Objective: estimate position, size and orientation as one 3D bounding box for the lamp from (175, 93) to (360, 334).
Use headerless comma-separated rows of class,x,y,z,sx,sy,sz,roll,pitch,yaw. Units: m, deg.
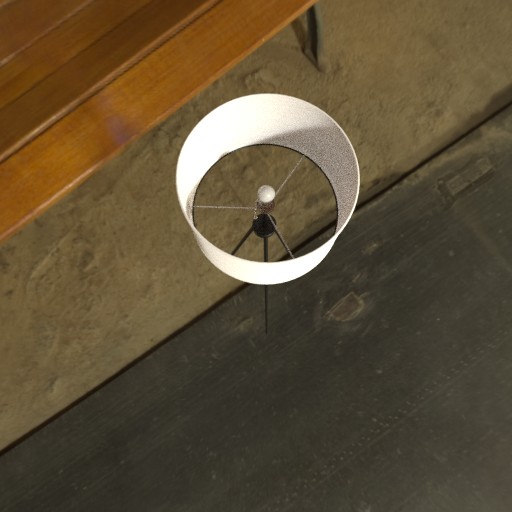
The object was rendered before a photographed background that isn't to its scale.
lamp,0.000,0.000,1.730,0.458,1.545,0.448,17,77,4
